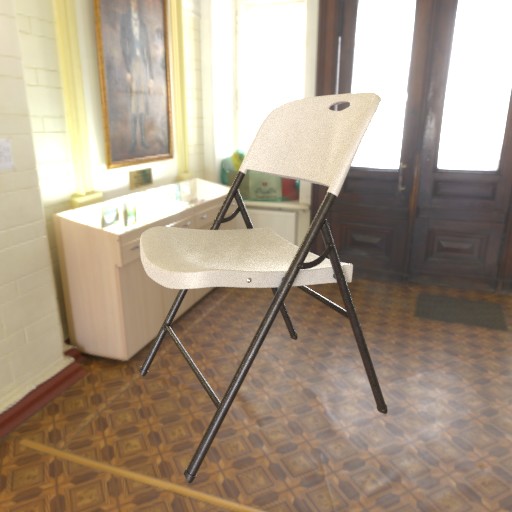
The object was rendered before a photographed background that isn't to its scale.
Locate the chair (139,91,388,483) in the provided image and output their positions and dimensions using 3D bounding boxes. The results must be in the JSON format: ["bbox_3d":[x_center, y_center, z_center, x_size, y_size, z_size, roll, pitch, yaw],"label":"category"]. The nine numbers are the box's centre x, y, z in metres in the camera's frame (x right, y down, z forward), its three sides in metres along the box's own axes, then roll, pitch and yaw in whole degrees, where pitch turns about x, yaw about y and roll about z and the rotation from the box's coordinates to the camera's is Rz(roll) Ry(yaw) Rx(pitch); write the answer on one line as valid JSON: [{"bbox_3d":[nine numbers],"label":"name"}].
[{"bbox_3d":[0.000,0.000,1.155,0.566,0.810,0.494,-8,19,-25],"label":"chair"}]
